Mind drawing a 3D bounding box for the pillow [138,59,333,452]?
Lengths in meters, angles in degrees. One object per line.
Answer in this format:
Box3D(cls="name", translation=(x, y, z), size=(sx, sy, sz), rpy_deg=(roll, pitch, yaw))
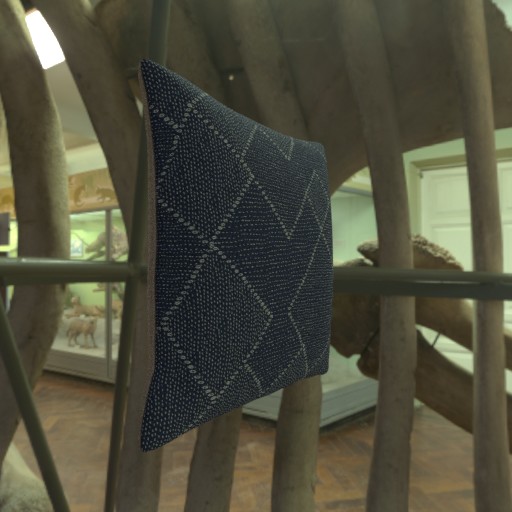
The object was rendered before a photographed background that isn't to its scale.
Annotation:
Box3D(cls="pillow", translation=(0.000, 0.000, 0.657), size=(0.148, 0.428, 0.435), rpy_deg=(-1, -1, 35))
